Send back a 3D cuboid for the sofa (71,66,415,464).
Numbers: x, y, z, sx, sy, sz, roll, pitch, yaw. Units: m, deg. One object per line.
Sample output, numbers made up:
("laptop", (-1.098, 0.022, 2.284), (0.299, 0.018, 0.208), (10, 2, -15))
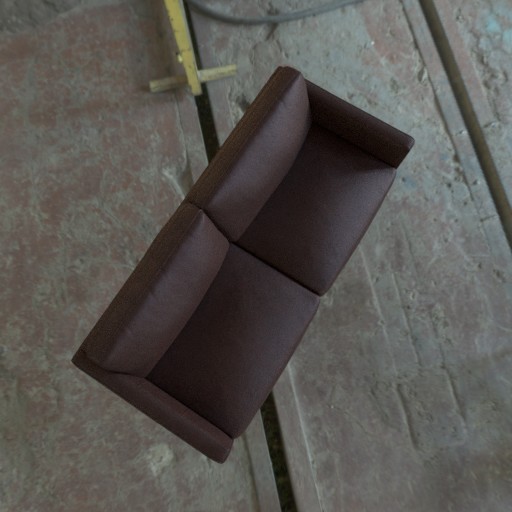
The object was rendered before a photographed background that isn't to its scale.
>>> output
("sofa", (0.000, 0.000, 2.516), (0.923, 0.863, 1.971), (31, 78, 7))
